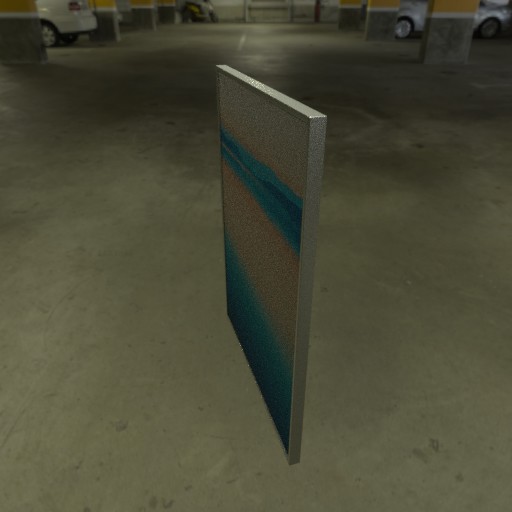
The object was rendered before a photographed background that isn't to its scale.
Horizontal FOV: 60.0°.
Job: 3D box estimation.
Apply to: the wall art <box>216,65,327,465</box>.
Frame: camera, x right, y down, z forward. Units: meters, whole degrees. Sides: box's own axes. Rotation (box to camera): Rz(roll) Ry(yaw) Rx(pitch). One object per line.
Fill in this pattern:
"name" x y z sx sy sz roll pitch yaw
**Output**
"wall art" 0.000 0.000 1.447 0.037 1.062 0.801 -9 31 -15
